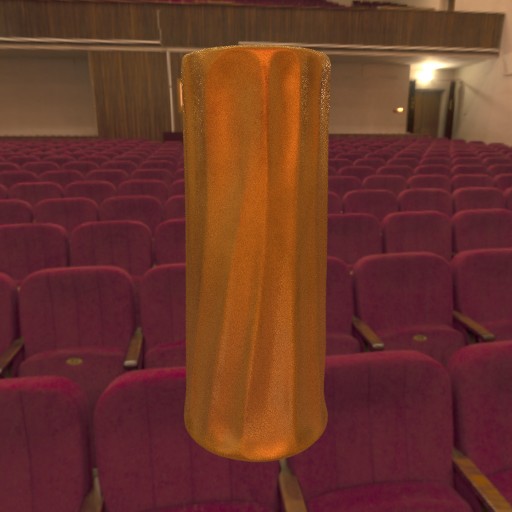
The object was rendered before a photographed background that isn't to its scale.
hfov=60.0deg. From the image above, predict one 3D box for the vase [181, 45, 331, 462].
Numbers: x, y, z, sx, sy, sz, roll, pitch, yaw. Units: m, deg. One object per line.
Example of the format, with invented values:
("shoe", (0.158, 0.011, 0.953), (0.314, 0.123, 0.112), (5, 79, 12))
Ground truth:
("vase", (0.000, 0.000, 0.174), (0.061, 0.143, 0.061), (0, 15, 0))
